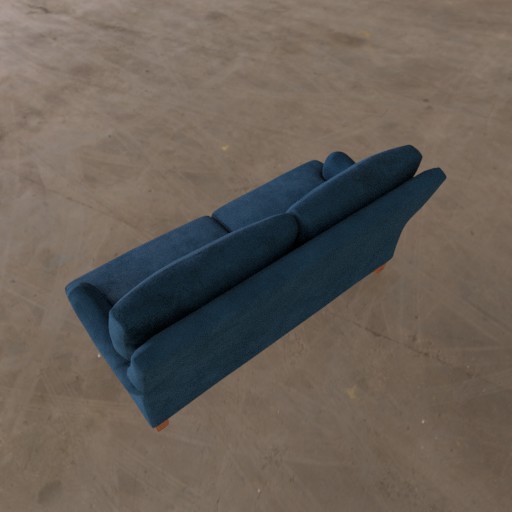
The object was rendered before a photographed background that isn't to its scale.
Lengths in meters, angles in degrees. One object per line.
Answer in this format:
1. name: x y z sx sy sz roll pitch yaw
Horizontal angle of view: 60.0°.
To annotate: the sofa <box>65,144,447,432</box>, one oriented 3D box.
1. sofa: 0.000 0.000 2.774 2.141 1.101 1.084 -31 53 -26
